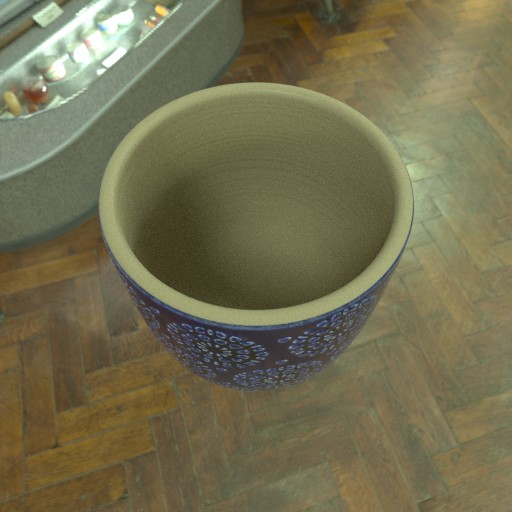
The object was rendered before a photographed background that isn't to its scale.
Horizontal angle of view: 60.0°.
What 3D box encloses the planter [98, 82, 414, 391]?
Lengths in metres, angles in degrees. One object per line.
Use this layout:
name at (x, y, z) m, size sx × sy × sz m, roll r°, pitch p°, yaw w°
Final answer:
planter at (0.000, 0.000, 0.294) m, size 0.165 × 0.149 × 0.165 m, roll 0°, pitch 58°, yaw 0°
